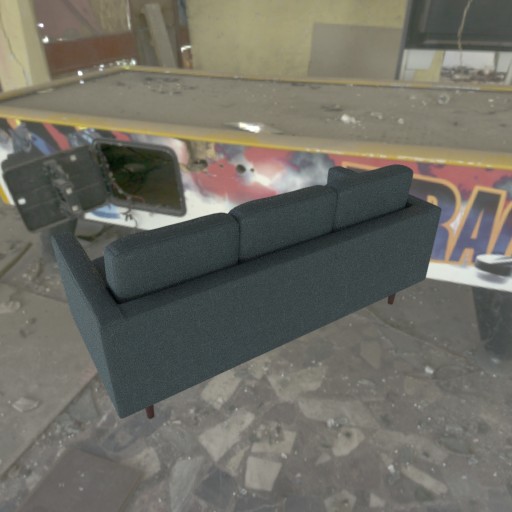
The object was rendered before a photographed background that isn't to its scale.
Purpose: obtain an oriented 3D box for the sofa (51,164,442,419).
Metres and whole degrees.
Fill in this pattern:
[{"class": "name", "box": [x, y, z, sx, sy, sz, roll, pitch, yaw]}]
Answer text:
[{"class": "sofa", "box": [0.000, 0.000, 2.592, 2.013, 0.945, 0.935, -18, 35, -28]}]
